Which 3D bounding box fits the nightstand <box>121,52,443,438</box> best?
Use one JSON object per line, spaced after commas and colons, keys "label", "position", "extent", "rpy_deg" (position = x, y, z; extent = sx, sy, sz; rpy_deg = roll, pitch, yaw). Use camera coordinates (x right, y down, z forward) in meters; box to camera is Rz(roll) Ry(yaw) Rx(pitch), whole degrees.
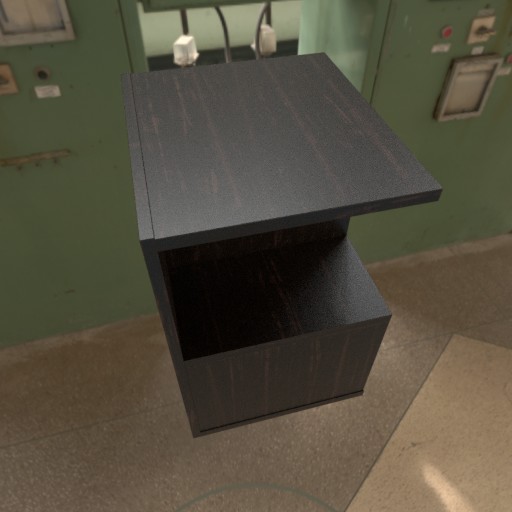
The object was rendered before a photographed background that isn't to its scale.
{"label": "nightstand", "position": [0.000, 0.000, 0.830], "extent": [0.356, 0.559, 0.400], "rpy_deg": [-11, 48, -10]}
